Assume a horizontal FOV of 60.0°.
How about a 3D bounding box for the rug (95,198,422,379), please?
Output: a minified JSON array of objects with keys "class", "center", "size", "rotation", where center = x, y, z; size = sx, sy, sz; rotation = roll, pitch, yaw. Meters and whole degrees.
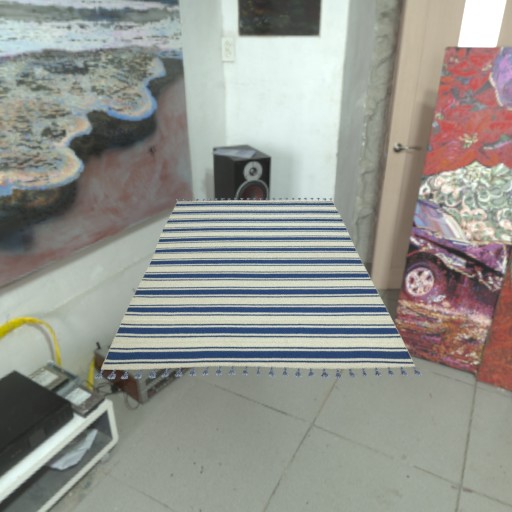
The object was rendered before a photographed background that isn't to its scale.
[{"class":"rug","center":[0.000,0.000,2.624],"size":[1.248,0.009,2.108],"rotation":[0,26,-1]}]
